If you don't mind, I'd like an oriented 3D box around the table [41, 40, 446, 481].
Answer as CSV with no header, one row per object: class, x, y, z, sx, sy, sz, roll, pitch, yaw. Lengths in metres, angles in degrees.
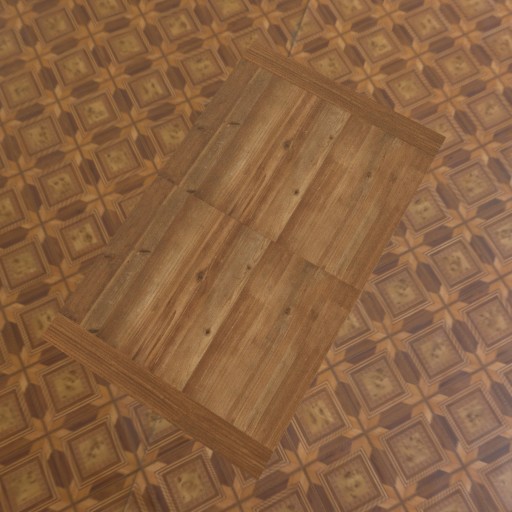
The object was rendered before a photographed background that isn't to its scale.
table,0.000,0.000,2.075,0.922,0.743,1.503,30,77,8
